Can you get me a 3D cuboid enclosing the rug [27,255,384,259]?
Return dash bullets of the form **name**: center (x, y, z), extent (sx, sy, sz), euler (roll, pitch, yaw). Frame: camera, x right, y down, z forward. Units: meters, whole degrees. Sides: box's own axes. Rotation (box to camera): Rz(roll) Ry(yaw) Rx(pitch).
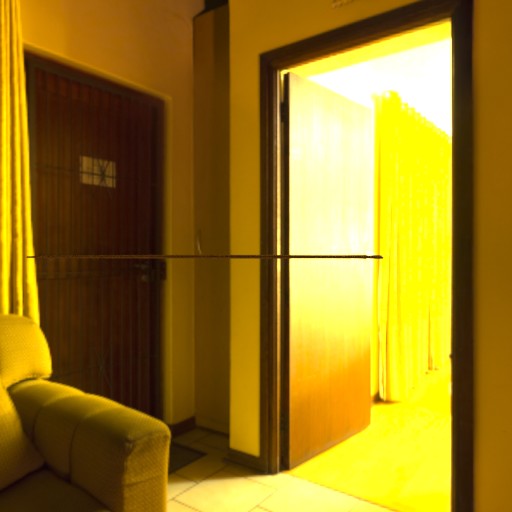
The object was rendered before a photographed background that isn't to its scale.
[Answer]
- **rug**: center (0.000, 0.000, 2.914), extent (1.609, 0.013, 2.214), euler (0, 0, 16)
